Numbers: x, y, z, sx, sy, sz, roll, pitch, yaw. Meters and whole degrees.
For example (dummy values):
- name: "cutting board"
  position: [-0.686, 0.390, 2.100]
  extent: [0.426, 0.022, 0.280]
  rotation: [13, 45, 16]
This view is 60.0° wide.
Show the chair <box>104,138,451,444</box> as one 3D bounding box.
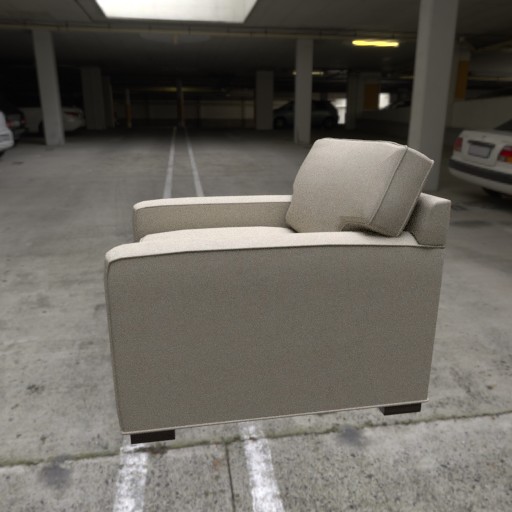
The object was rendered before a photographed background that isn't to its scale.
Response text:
- name: "chair"
  position: [0.000, 0.000, 1.797]
  extent: [1.043, 0.913, 0.998]
  rotation: [-3, 16, -9]
